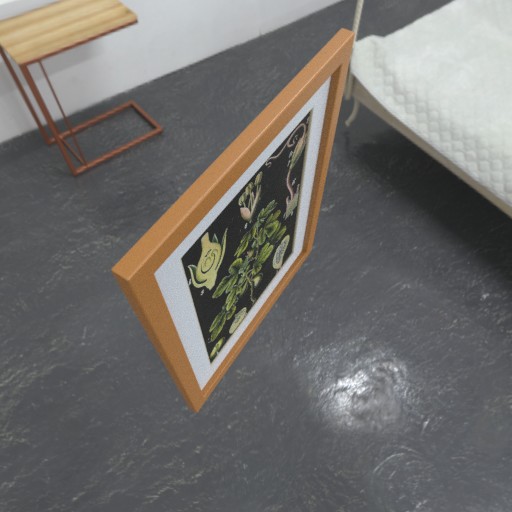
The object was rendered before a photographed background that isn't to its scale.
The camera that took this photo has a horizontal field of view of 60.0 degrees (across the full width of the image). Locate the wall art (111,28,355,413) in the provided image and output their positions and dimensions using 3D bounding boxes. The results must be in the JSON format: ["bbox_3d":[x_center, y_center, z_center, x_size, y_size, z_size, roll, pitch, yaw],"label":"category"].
[{"bbox_3d":[0.000,0.000,0.736,0.022,0.553,0.452,30,63,17],"label":"wall art"}]
